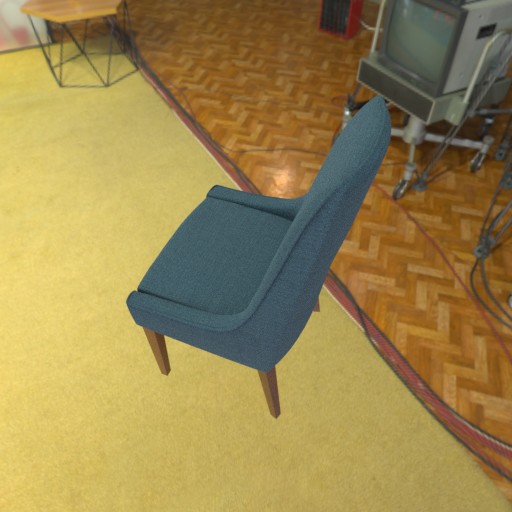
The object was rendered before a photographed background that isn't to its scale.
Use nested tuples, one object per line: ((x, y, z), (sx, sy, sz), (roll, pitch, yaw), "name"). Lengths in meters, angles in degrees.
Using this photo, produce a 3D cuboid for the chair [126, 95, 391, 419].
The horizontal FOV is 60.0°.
((0.000, 0.000, 1.215), (0.544, 0.861, 0.529), (17, 49, 15), "chair")
